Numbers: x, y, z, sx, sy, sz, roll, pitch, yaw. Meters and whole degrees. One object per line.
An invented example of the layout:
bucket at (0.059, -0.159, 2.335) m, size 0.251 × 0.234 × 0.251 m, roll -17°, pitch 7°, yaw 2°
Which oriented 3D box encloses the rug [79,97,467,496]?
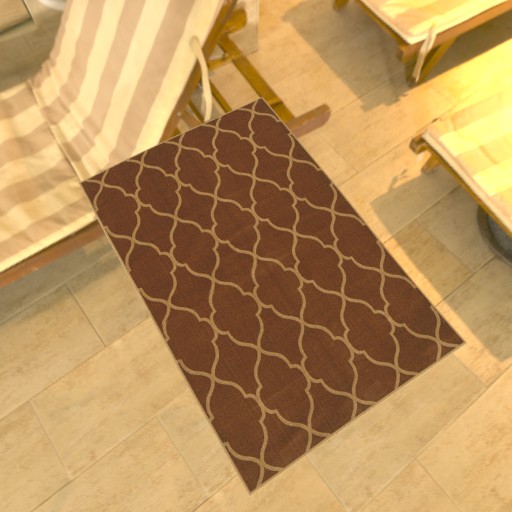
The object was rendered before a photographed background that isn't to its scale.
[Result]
rug at (0.000, 0.000, 2.865) m, size 1.526 × 0.014 × 2.290 m, roll -30°, pitch 68°, yaw -13°
